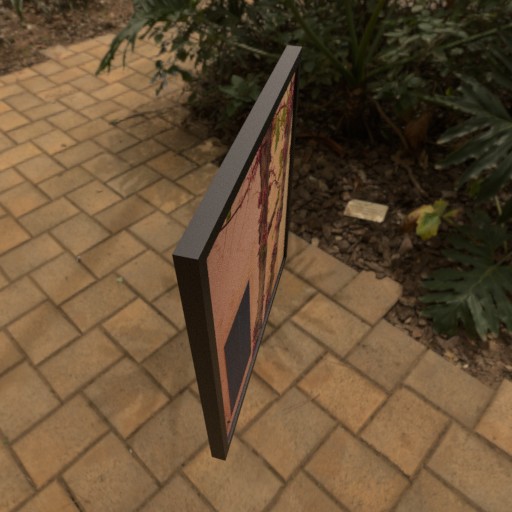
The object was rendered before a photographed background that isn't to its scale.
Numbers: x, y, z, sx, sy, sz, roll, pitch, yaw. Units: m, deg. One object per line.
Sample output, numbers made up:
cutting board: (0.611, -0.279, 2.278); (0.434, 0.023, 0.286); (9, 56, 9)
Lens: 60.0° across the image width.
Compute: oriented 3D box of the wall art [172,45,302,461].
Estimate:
wall art: (0.000, 0.000, 1.137); (0.038, 0.762, 0.762); (11, 47, 10)
